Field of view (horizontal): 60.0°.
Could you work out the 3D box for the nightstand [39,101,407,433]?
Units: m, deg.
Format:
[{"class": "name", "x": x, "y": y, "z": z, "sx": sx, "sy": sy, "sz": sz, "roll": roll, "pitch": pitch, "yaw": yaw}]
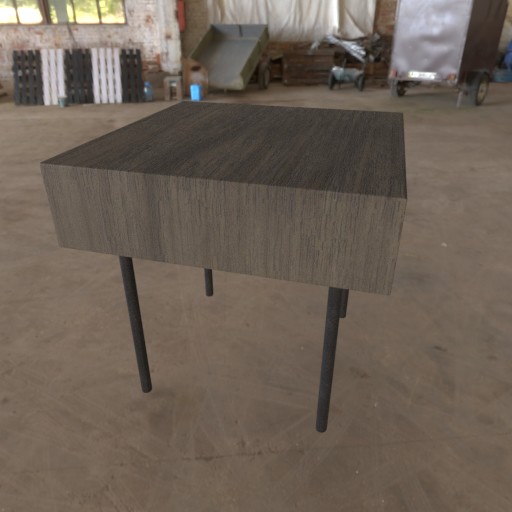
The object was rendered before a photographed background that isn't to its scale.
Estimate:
[{"class": "nightstand", "x": 0.000, "y": 0.000, "z": 0.900, "sx": 0.503, "sy": 0.497, "sz": 0.502, "roll": 8, "pitch": 30, "yaw": 14}]
